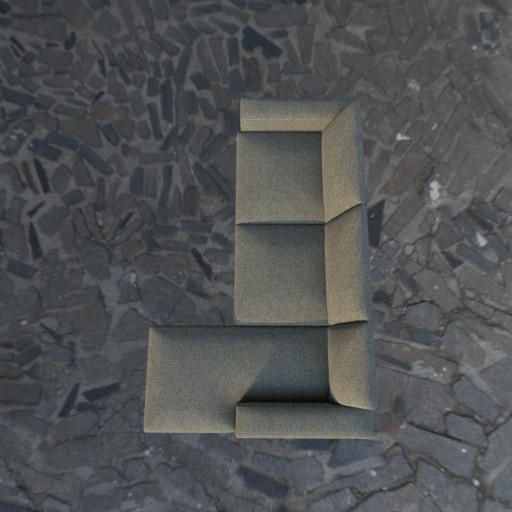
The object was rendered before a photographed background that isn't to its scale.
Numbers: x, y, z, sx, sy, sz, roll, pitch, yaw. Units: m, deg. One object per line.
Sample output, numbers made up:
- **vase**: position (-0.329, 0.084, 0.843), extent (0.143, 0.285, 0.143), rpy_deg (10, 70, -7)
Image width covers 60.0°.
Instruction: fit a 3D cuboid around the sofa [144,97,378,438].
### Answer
- **sofa**: position (0.000, 0.000, 3.578), extent (1.689, 0.940, 2.718), rpy_deg (0, 77, 0)
